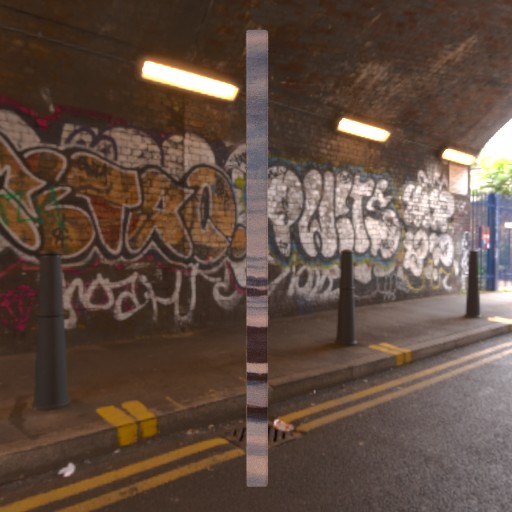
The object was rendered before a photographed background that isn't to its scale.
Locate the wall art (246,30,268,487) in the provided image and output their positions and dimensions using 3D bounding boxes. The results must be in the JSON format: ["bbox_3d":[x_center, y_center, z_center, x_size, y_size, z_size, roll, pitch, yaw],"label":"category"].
[{"bbox_3d":[0.000,0.000,1.095,0.035,0.747,0.747,0,1,0],"label":"wall art"}]
